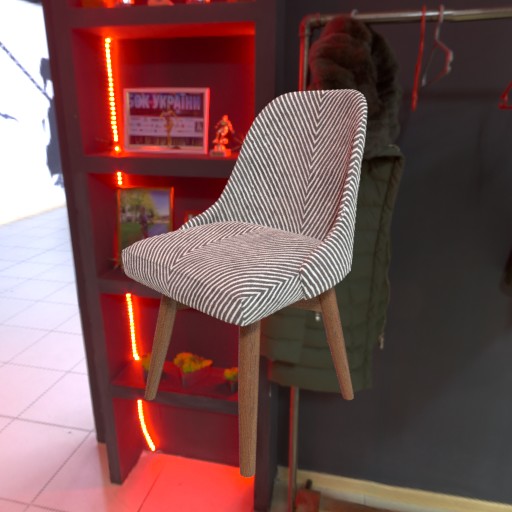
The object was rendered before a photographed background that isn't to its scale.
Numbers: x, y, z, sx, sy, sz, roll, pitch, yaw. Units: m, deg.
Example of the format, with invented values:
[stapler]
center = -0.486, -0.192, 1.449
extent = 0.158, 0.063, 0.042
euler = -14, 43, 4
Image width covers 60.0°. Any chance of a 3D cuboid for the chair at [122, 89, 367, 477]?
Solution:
[chair]
center = 0.000, 0.000, 1.233
extent = 0.504, 0.883, 0.591
euler = 17, 24, 42
